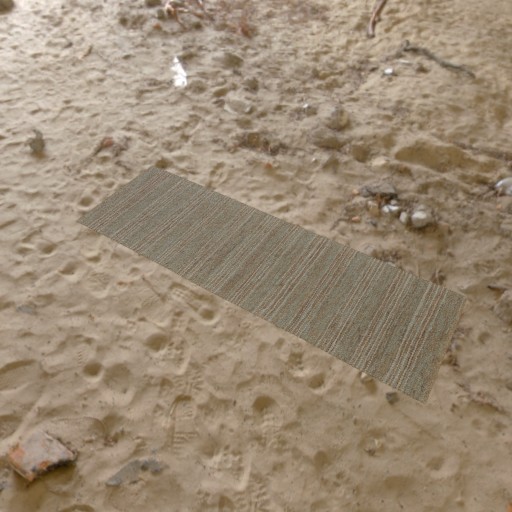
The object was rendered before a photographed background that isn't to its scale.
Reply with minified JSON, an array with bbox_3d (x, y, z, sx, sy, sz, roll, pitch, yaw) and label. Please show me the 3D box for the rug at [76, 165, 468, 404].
[{"bbox_3d":[0.000,0.000,2.813,2.438,0.006,0.783,25,51,22],"label":"rug"}]
